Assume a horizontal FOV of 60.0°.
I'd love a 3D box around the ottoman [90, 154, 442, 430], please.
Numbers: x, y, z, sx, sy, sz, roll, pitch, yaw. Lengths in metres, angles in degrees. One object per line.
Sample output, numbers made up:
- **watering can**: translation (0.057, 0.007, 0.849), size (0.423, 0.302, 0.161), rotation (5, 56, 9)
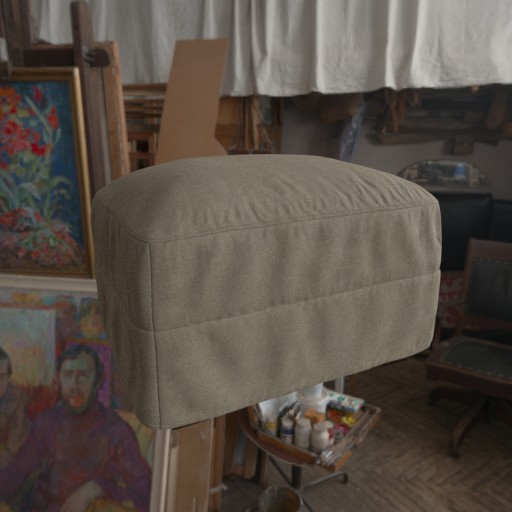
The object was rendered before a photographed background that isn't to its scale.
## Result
- **ottoman**: translation (0.000, 0.000, 1.076), size (0.712, 0.480, 0.584), rotation (-8, 17, -26)
